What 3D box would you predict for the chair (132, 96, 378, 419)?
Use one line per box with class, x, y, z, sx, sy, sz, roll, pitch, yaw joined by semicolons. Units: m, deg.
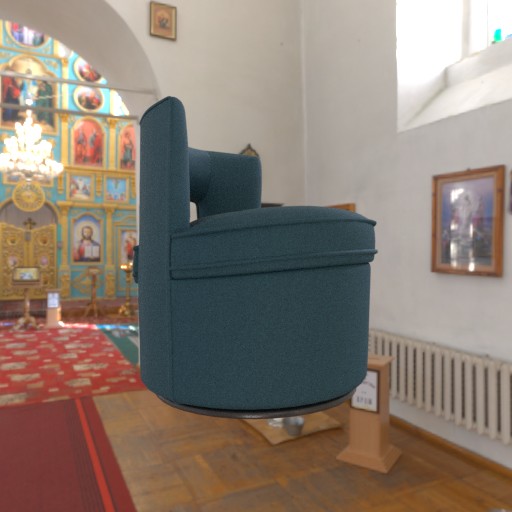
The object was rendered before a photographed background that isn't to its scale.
chair;0.000;0.000;1.243;0.660;0.711;0.684;0;-1;18
